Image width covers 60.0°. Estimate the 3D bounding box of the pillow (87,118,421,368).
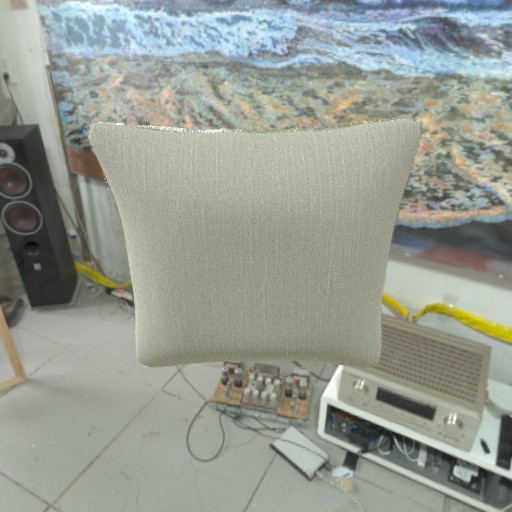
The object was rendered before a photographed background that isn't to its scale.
[{"bbox_3d":[0.000,0.000,0.843,0.538,0.525,0.216,-1,30,-1],"label":"pillow"}]
